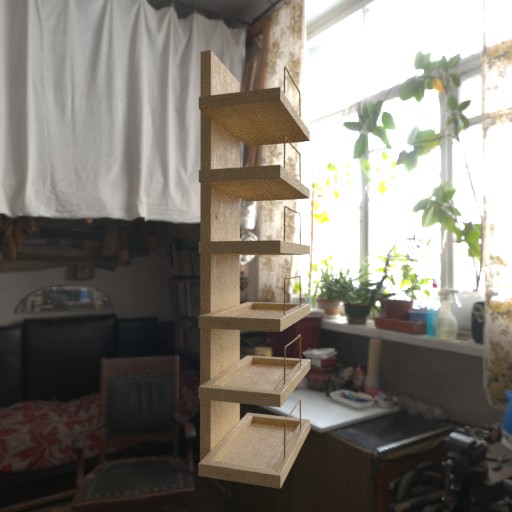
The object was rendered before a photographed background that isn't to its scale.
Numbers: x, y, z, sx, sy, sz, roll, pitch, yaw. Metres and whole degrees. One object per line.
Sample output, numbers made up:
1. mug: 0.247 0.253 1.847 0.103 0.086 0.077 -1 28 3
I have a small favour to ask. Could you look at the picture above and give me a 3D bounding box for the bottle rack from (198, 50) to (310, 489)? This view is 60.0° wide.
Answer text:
1. bottle rack: 0.000 0.000 1.083 0.206 0.943 0.330 0 -1 17
